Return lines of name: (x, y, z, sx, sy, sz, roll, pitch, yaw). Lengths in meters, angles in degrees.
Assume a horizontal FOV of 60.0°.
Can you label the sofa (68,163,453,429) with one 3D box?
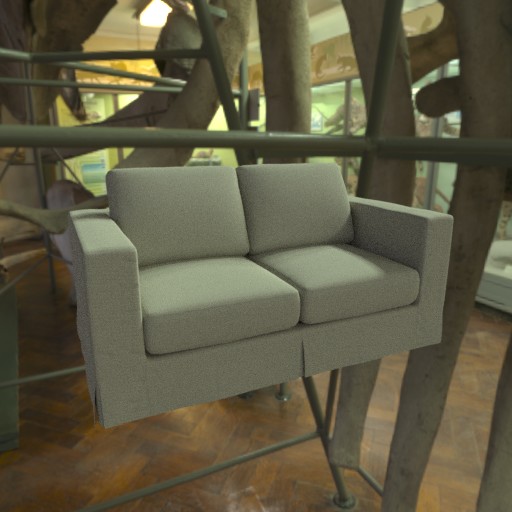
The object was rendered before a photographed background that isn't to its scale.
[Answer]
sofa: (0.000, 0.000, 2.375, 1.813, 0.932, 1.009, -7, 16, -24)
